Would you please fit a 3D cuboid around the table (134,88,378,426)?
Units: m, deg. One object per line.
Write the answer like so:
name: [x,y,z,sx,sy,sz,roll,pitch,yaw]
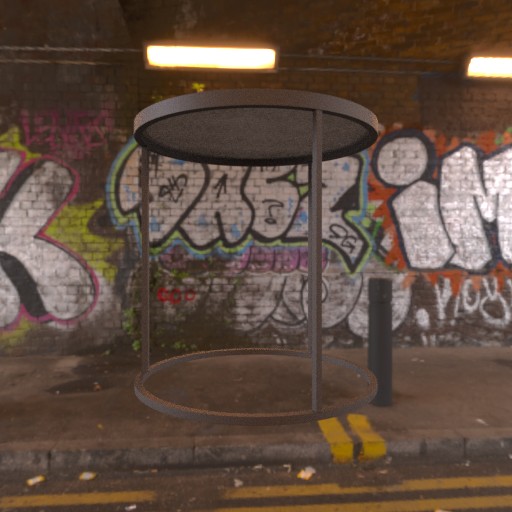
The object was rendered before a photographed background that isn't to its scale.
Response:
table: [0.000,0.000,0.887,0.470,0.498,0.470,0,0,0]
